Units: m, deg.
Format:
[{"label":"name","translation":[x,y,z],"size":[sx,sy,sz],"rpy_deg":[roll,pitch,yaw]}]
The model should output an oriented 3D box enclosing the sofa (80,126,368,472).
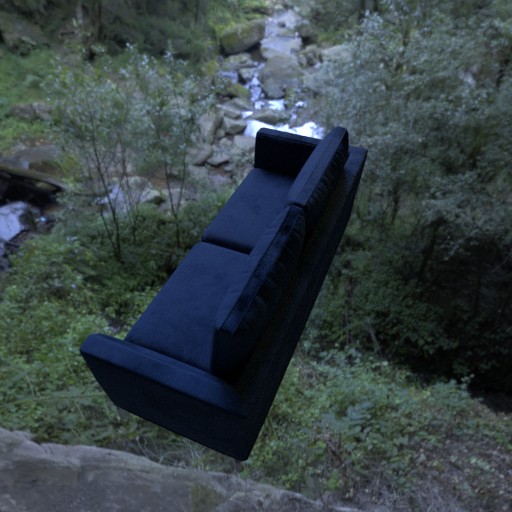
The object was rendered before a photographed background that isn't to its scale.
[{"label":"sofa","translation":[0.000,0.000,2.792],"size":[0.853,0.998,2.212],"rpy_deg":[17,47,16]}]
